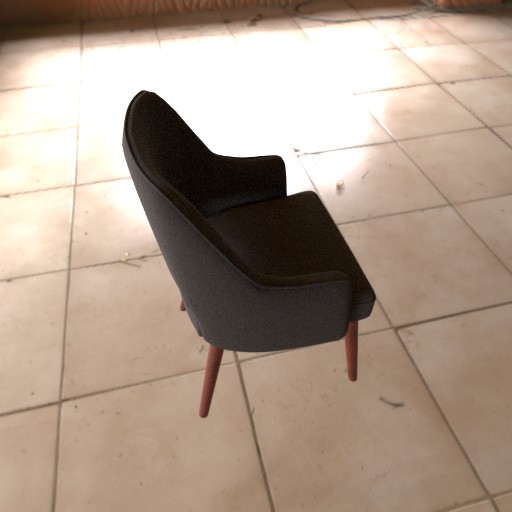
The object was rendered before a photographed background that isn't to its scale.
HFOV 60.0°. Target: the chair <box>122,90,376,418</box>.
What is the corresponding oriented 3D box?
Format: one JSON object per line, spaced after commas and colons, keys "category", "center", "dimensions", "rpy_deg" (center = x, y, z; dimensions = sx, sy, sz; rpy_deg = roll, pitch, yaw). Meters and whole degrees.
{"category": "chair", "center": [0.000, 0.000, 1.223], "dimensions": [0.560, 0.838, 0.559], "rpy_deg": [-11, 47, -10]}
